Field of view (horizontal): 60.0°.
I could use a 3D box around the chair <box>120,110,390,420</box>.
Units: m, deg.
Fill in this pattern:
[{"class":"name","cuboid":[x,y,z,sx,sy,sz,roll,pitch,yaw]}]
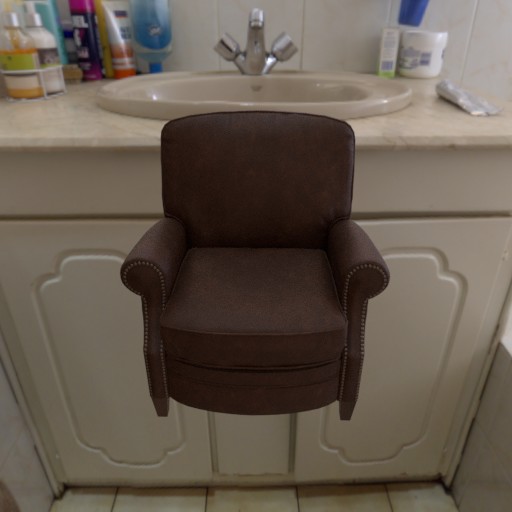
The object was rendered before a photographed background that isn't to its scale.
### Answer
[{"class":"chair","cuboid":[0.000,0.000,1.793,0.936,1.018,0.986,1,29,1]}]
